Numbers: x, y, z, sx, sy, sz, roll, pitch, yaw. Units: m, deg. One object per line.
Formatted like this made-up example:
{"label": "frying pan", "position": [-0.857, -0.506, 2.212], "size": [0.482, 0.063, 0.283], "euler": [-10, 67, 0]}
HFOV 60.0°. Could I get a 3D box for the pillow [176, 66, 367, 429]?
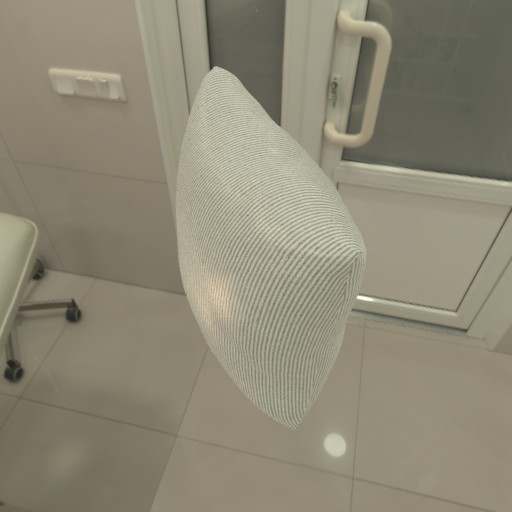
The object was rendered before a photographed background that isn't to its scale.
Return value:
{"label": "pillow", "position": [0.000, 0.000, 0.709], "size": [0.310, 0.432, 0.387], "euler": [10, 47, 9]}
